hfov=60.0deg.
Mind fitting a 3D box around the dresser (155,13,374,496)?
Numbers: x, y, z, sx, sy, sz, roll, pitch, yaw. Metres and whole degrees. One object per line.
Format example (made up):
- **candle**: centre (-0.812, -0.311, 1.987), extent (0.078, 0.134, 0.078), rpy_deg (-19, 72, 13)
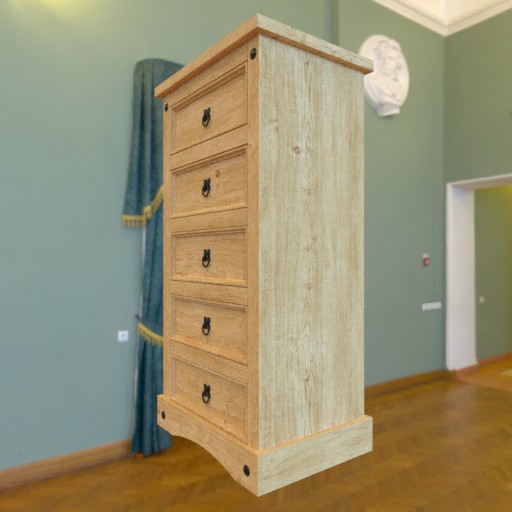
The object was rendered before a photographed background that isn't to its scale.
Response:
- **dresser**: centre (0.000, 0.000, 1.280), extent (0.390, 1.041, 0.531), rpy_deg (0, 0, -37)
